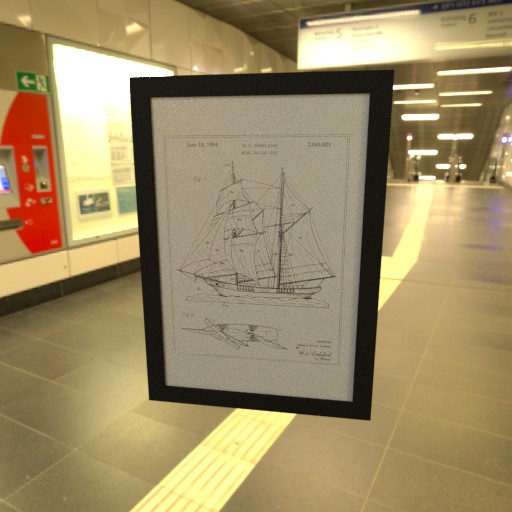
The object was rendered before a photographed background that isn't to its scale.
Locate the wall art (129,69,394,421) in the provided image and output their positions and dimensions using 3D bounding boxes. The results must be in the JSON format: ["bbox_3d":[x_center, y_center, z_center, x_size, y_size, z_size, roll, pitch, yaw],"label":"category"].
[{"bbox_3d":[0.000,0.000,0.597,0.326,0.459,0.011,2,14,9],"label":"wall art"}]
